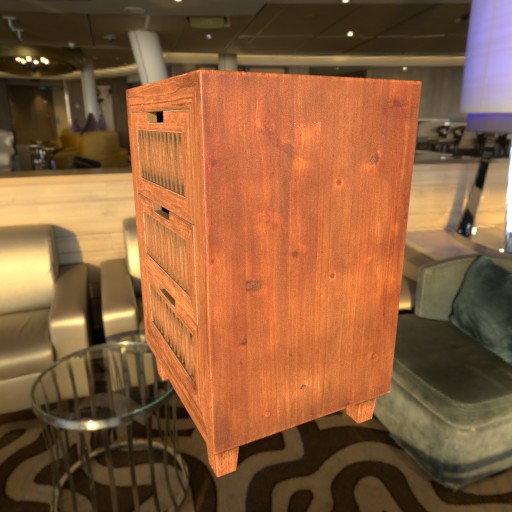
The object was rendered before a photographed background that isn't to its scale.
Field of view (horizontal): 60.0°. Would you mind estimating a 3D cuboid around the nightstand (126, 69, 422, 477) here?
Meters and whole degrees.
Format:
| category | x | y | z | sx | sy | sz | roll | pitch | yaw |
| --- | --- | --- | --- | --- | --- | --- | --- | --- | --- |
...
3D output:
| category | x | y | z | sx | sy | sz | roll | pitch | yaw |
| --- | --- | --- | --- | --- | --- | --- | --- | --- | --- |
| nightstand | 0.000 | 0.000 | 0.969 | 0.410 | 0.695 | 0.465 | -9 | 19 | -26 |
